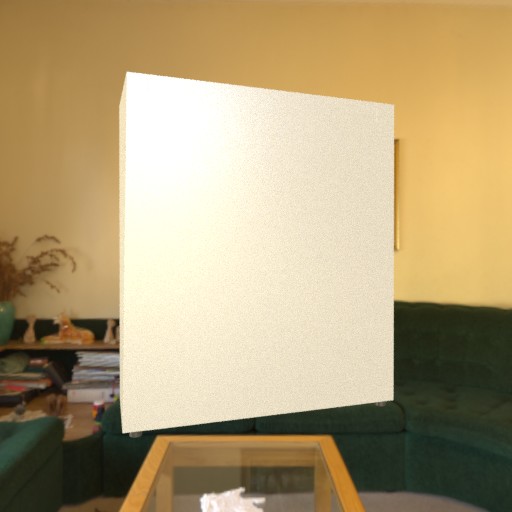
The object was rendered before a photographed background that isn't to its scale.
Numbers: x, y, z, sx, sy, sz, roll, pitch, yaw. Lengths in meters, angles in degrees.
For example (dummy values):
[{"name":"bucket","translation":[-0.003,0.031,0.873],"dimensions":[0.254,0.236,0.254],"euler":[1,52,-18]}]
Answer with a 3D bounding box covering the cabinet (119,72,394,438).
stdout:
[{"name":"cabinet","translation":[0.000,0.000,1.696],"dimensions":[0.990,1.150,0.348],"euler":[0,0,-18]}]
